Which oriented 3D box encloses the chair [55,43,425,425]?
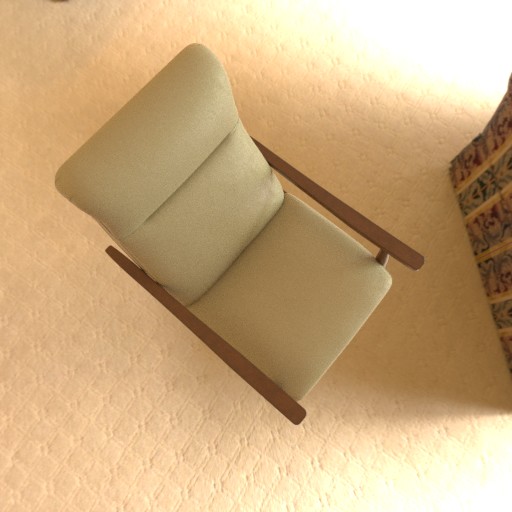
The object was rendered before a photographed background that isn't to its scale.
[{"bbox_3d":[0.000,0.000,1.726,1.014,1.082,0.762,39,79,9],"label":"chair"}]
